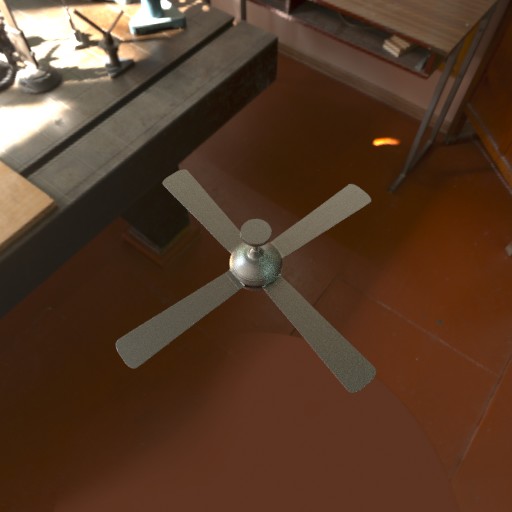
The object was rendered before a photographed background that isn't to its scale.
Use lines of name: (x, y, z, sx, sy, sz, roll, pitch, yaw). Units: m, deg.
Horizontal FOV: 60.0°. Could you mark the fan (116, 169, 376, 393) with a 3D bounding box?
fan: (0.000, 0.000, 1.942, 1.321, 0.381, 1.321, -15, 60, -9)
